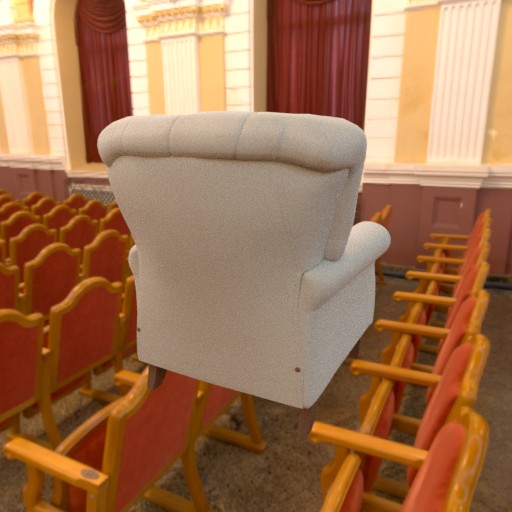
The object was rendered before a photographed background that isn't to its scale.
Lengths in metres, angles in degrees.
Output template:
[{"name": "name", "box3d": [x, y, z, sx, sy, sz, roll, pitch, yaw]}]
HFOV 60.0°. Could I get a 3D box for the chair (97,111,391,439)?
[{"name": "chair", "box3d": [0.000, 0.000, 2.035, 1.090, 1.217, 1.128, 8, 16, 27]}]
